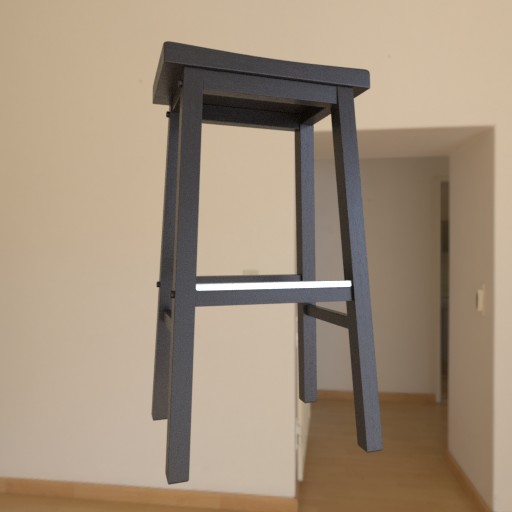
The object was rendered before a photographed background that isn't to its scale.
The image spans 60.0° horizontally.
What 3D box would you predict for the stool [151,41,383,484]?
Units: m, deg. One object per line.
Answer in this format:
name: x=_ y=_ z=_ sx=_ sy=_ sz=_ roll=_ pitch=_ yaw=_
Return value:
stool: x=0.000 y=0.000 z=0.932 sx=0.406 sy=0.742 sz=0.322 roll=0 pitch=1 yaw=-18
